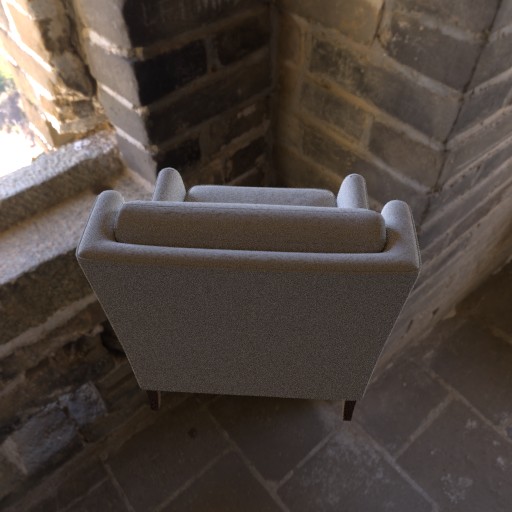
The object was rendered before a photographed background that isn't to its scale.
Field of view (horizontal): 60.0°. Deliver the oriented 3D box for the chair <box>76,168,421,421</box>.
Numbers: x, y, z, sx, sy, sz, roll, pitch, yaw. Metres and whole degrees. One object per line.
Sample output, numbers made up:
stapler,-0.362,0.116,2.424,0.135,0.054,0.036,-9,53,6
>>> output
chair,0.000,0.000,1.877,0.982,1.056,1.040,2,46,2
